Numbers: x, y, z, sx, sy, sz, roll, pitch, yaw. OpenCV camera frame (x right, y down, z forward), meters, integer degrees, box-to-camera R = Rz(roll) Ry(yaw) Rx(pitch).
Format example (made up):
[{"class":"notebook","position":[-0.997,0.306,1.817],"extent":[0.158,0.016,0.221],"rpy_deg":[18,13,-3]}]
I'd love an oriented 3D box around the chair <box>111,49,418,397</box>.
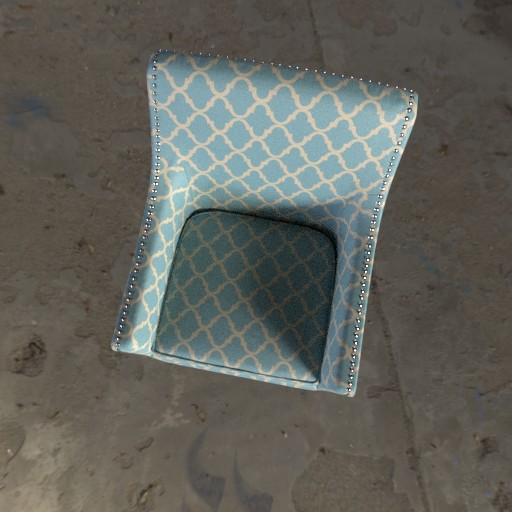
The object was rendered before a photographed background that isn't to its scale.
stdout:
[{"class":"chair","position":[0.000,0.000,1.284],"extent":[0.617,0.817,0.686],"rpy_deg":[10,76,3]}]
